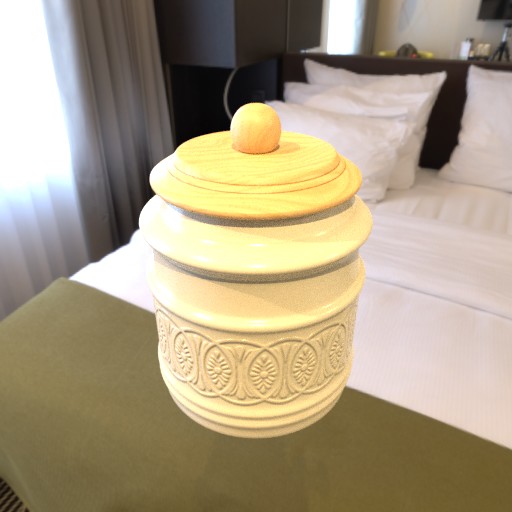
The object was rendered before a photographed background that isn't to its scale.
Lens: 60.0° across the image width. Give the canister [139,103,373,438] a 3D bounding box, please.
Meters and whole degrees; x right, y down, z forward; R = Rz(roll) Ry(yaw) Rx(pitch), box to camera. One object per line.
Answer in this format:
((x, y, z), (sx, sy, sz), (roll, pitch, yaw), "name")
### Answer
((0.000, 0.000, 0.267), (0.130, 0.176, 0.130), (0, 30, 0), "canister")
